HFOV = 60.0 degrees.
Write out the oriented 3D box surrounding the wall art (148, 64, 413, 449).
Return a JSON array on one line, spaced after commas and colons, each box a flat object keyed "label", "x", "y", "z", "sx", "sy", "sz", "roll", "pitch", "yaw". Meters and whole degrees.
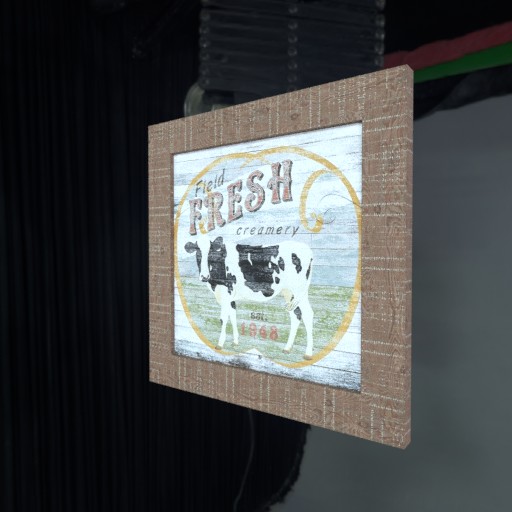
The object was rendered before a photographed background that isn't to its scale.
[{"label": "wall art", "x": 0.000, "y": 0.000, "z": 0.779, "sx": 0.531, "sy": 0.531, "sz": 0.029, "roll": 1, "pitch": 2, "yaw": 36}]
